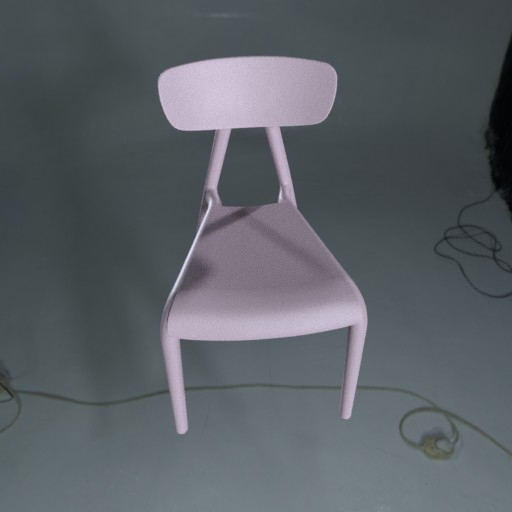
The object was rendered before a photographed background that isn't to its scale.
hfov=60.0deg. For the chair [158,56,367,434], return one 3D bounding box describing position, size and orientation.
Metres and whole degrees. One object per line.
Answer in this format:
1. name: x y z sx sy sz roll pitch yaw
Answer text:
1. chair: 0.000 0.000 0.818 0.356 0.580 0.401 -4 47 -4
